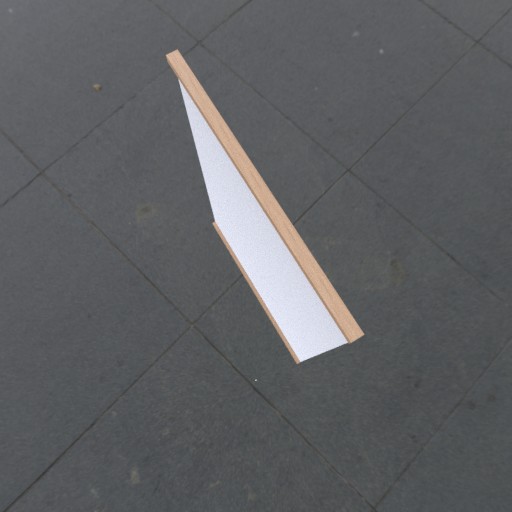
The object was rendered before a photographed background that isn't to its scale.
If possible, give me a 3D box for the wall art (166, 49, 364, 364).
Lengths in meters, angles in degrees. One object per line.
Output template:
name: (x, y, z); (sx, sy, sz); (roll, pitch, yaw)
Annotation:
wall art: (0.000, 0.000, 0.788); (0.016, 0.611, 0.401); (-30, 76, -8)
